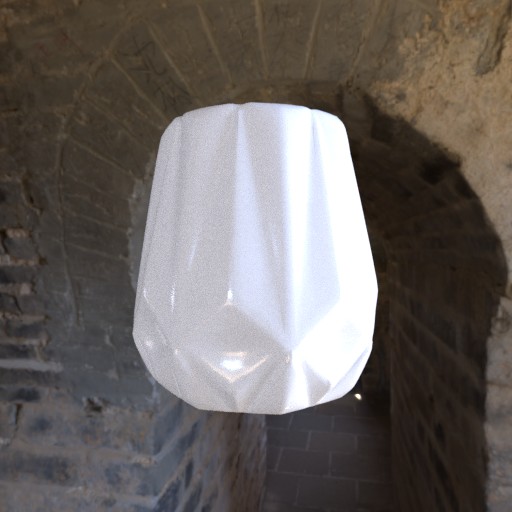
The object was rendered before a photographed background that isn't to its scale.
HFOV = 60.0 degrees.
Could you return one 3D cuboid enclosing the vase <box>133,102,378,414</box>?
[{"bbox_3d":[0.000,0.000,0.264,0.141,0.152,0.141,0,1,0],"label":"vase"}]
